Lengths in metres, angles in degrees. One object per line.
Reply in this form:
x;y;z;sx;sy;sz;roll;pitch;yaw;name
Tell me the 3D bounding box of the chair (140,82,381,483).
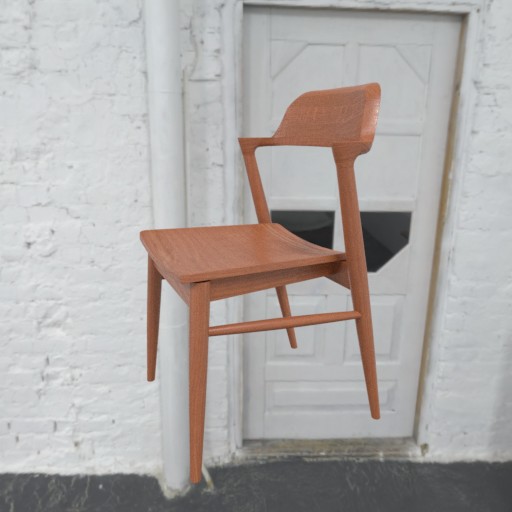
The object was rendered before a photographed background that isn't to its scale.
0.000;0.000;1.094;0.499;0.801;0.496;-7;18;-24;chair
